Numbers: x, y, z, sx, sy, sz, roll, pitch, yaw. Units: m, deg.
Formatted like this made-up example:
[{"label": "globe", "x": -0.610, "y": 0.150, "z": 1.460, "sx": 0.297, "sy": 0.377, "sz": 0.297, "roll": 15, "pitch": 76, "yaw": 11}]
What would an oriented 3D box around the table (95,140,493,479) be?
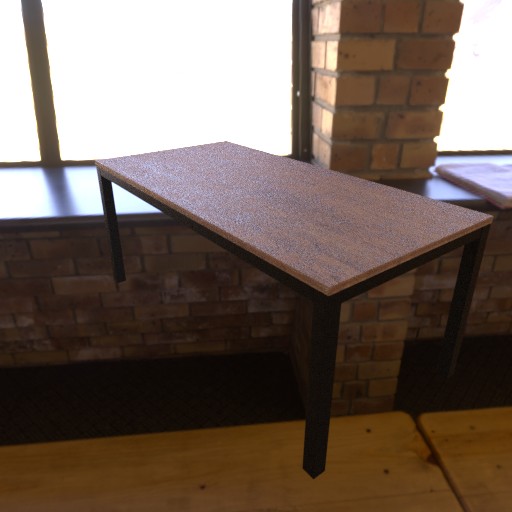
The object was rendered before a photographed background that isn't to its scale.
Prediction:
[{"label": "table", "x": 0.000, "y": 0.000, "z": 2.253, "sx": 0.893, "sy": 0.767, "sz": 1.805, "roll": -19, "pitch": 31, "yaw": -33}]
